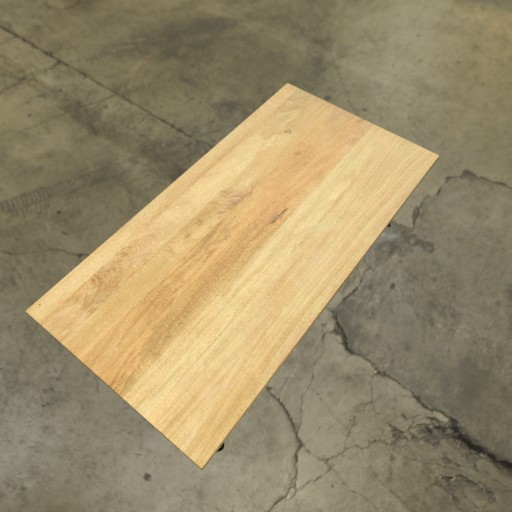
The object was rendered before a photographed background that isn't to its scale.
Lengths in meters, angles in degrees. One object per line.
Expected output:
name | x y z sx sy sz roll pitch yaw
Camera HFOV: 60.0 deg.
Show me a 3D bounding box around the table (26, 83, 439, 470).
table | 0.000 0.000 1.660 0.699 0.400 1.348 33 63 19
